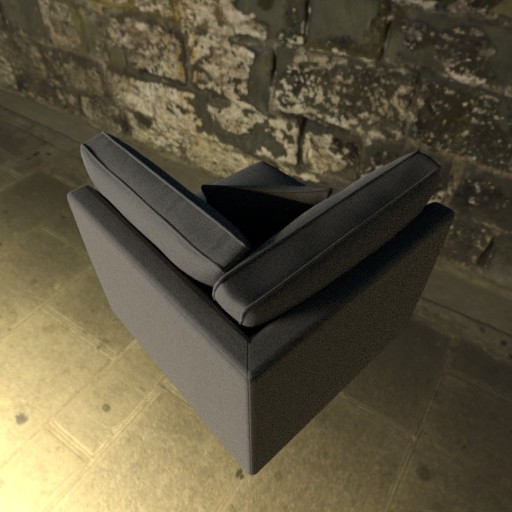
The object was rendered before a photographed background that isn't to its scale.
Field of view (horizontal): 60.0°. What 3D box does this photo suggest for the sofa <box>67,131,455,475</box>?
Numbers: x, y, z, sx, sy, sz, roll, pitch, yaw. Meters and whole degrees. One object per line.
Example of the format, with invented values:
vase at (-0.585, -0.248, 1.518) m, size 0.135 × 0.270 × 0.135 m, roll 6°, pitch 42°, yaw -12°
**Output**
sofa at (0.000, 0.000, 1.952) m, size 1.084 × 1.002 × 1.146 m, roll -33°, pitch 54°, yaw -28°
